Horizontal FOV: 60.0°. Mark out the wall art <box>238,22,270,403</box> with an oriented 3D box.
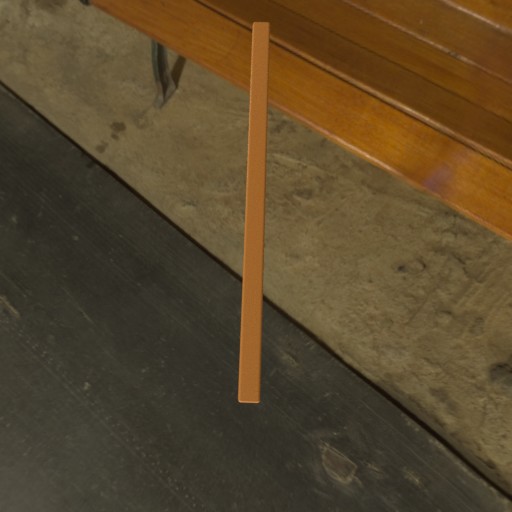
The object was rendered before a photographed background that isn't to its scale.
[{"bbox_3d":[0.000,0.000,0.519,0.015,0.379,0.310,2,74,0],"label":"wall art"}]
